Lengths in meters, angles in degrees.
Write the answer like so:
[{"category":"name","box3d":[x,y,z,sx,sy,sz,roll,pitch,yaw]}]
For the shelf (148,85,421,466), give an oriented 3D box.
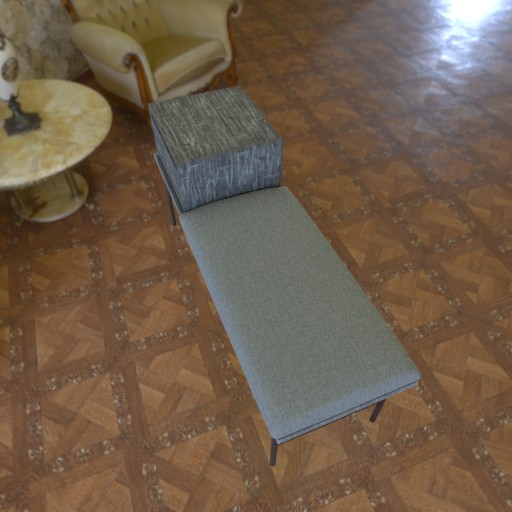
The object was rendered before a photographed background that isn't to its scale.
[{"category":"shelf","box3d":[0.000,0.000,1.651,0.457,0.633,1.342,-17,50,-15]}]
